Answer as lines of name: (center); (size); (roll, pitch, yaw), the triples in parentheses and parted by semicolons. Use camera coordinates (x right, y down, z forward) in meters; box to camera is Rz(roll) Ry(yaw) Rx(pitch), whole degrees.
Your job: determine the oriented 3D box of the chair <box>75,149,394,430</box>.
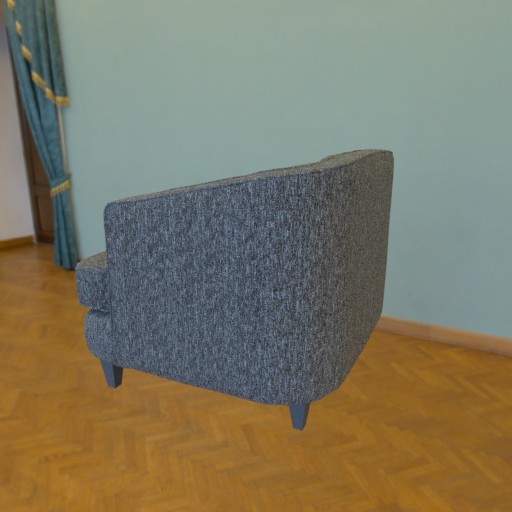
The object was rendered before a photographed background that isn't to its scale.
chair: (0.000, 0.000, 1.801); (0.941, 0.852, 1.104); (8, 18, 25)
